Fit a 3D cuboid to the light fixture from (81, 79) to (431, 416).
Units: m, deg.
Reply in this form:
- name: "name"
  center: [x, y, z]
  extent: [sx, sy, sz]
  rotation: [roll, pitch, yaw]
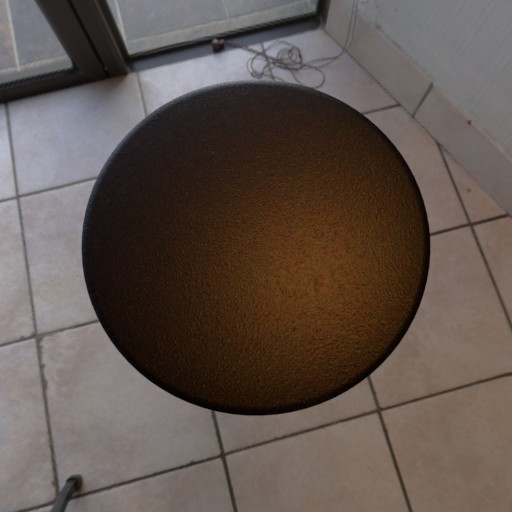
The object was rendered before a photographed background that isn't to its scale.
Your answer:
- name: "light fixture"
  center: [0.000, 0.000, 0.605]
  extent: [0.389, 0.229, 0.389]
  rotation: [0, 76, 0]
